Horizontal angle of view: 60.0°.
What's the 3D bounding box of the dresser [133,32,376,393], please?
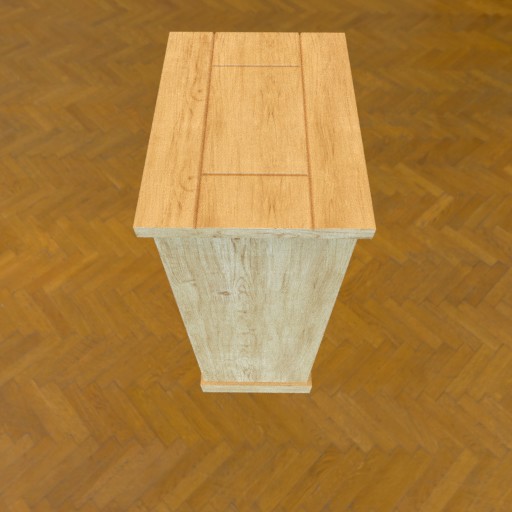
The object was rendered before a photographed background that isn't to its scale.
[{"bbox_3d":[0.000,0.000,1.292,0.390,1.041,0.531,0,59,0],"label":"dresser"}]
